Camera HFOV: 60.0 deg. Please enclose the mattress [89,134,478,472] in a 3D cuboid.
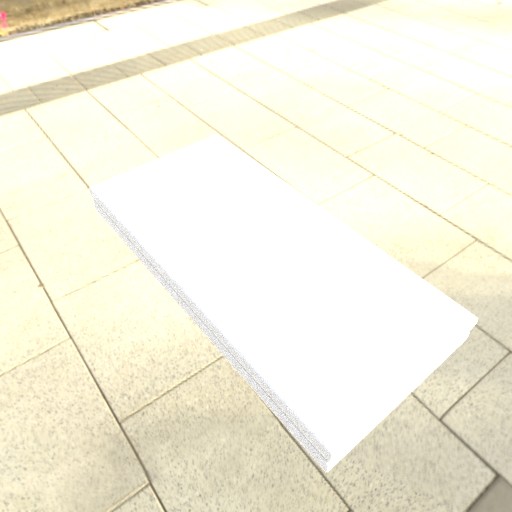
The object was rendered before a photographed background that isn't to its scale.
[{"bbox_3d":[0.000,0.000,2.254,0.900,0.200,1.900,-31,54,-26],"label":"mattress"}]
